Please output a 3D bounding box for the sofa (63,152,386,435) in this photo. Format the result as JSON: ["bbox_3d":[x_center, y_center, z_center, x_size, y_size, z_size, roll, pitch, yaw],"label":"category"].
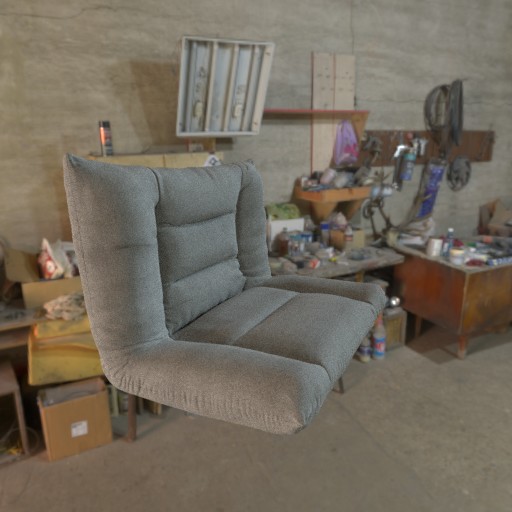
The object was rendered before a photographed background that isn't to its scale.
[{"bbox_3d":[0.000,0.000,1.729,0.847,0.795,1.144,7,16,26],"label":"sofa"}]
